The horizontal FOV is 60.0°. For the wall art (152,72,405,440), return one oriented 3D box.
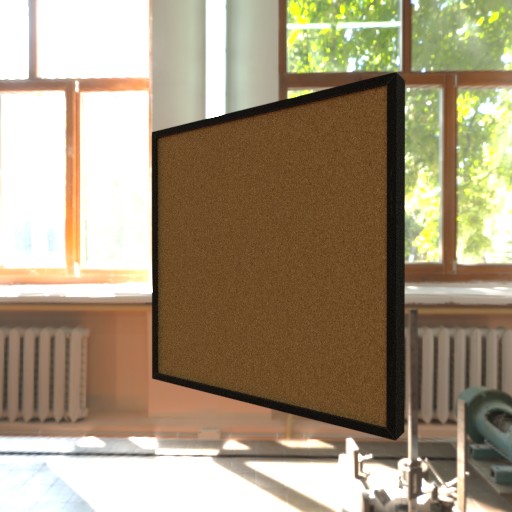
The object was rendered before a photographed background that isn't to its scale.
[{"bbox_3d":[0.000,0.000,0.773,0.506,0.506,0.036,0,0,37],"label":"wall art"}]
